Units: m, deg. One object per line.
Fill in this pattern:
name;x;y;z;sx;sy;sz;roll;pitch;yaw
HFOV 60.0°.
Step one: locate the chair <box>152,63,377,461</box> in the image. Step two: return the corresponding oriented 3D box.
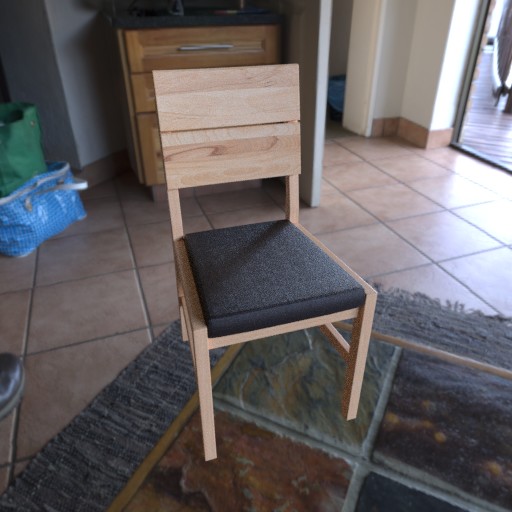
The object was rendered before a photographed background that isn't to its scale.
chair;0.000;0.000;1.285;0.475;0.950;0.560;-10;32;-15
